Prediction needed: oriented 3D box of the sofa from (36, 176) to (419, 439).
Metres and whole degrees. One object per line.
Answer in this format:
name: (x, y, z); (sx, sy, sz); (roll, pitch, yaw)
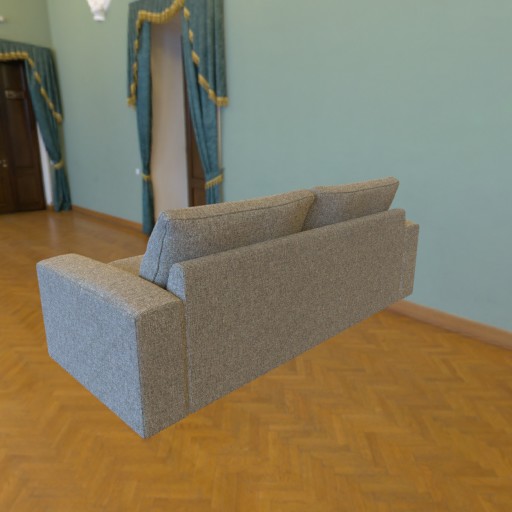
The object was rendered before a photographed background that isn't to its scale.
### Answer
sofa: (0.000, 0.000, 2.772); (1.040, 0.922, 2.299); (15, 22, 43)
